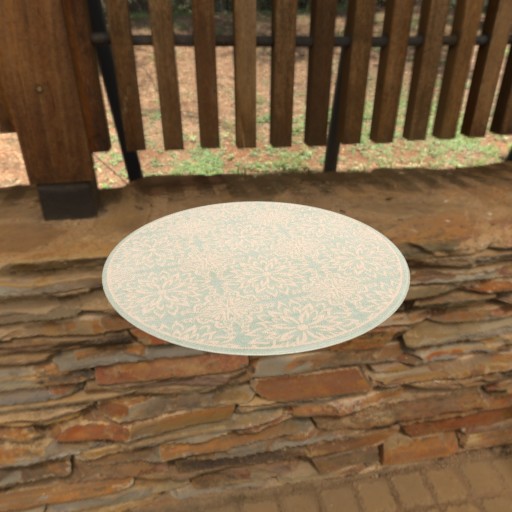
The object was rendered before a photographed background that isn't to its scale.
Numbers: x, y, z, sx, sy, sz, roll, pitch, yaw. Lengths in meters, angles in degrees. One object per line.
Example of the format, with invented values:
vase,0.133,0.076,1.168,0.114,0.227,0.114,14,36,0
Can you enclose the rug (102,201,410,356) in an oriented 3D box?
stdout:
rug,0.000,0.000,2.395,1.593,0.012,1.593,0,28,0
